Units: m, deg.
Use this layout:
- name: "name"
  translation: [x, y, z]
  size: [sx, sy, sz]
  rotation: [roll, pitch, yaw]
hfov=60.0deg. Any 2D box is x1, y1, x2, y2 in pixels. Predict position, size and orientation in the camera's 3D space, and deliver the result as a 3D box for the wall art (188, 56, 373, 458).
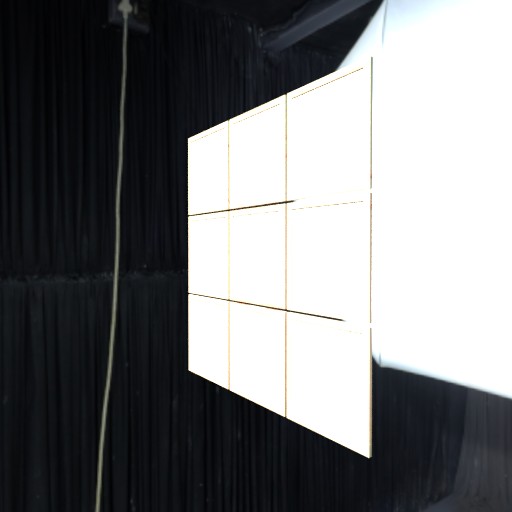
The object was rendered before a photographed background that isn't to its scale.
- name: "wall art"
  translation: [0.000, 0.000, 1.843]
  size: [0.013, 1.219, 1.214]
  rotation: [-1, 1, -35]
